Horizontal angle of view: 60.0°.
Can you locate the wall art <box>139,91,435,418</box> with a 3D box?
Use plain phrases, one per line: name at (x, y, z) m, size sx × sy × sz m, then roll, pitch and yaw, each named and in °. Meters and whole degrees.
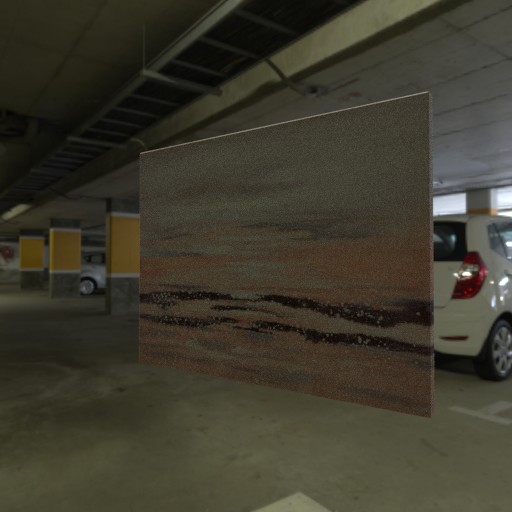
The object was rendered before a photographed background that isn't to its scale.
wall art at (0.000, 0.000, 1.338) m, size 1.015 × 0.763 × 0.038 m, roll -1°, pitch -1°, yaw 35°
